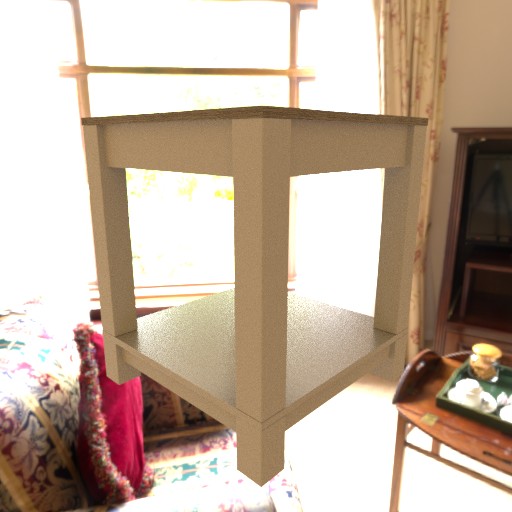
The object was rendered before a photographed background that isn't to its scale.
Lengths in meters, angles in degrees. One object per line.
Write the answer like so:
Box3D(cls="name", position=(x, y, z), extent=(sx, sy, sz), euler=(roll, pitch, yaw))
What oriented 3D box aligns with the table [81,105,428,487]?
Box3D(cls="table", position=(0.000, 0.000, 0.986), extent=(0.506, 0.587, 0.504), euler=(14, 20, 42))
